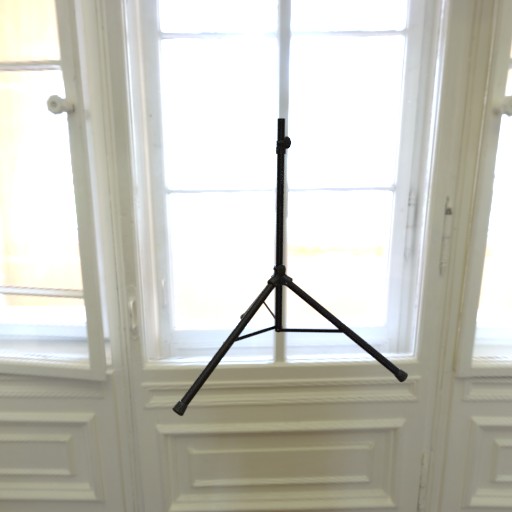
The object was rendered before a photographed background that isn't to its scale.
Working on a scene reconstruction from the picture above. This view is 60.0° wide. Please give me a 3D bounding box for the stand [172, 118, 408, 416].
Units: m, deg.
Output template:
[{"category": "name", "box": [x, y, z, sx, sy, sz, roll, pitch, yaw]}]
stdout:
[{"category": "stand", "box": [0.000, 0.000, 1.896, 0.907, 1.136, 1.045, -14, 20, -43]}]
